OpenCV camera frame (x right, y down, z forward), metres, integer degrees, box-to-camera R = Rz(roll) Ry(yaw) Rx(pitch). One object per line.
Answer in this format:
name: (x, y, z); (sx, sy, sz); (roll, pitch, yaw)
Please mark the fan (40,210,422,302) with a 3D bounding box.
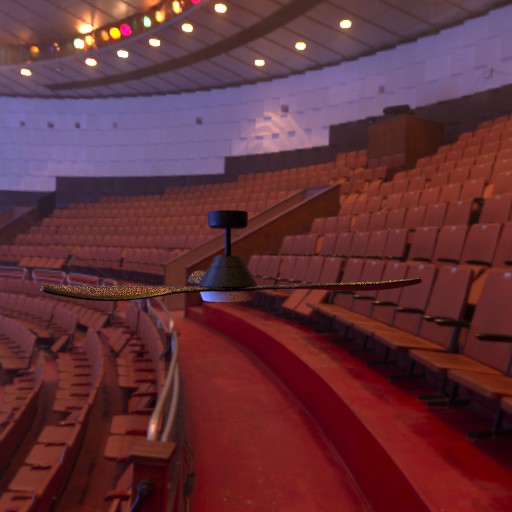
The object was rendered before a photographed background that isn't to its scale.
fan: (0.000, 0.000, 1.605); (1.067, 0.305, 1.067); (0, 0, 0)
